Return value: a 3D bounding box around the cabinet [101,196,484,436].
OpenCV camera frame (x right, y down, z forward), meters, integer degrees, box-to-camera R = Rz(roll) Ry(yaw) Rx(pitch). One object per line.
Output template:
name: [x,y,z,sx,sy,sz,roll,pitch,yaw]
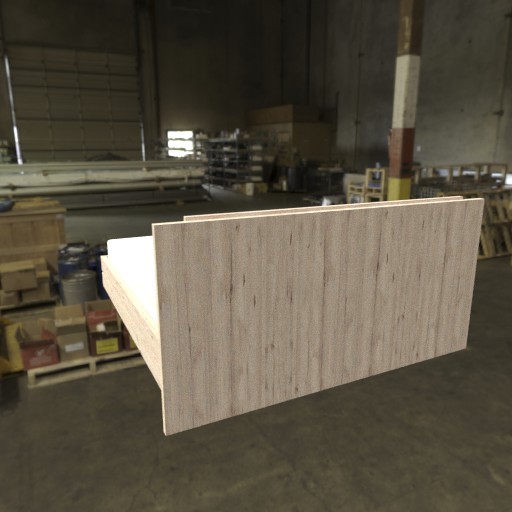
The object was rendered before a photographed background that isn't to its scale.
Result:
cabinet: [0.000,0.000,3.185,1.950,0.970,2.080,-7,16,-26]
